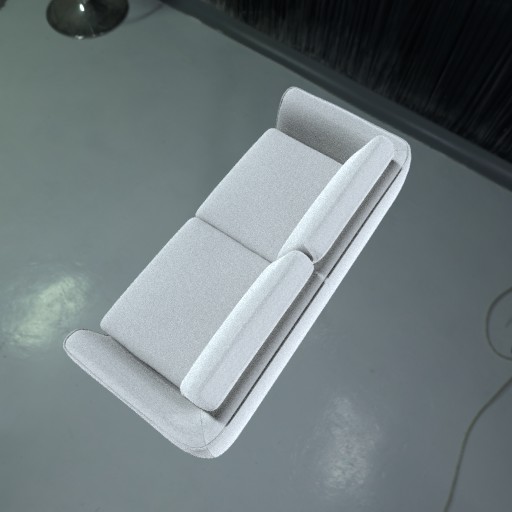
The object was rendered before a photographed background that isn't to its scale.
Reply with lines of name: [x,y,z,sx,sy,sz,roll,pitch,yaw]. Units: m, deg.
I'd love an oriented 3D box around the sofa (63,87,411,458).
sofa: [0.000,0.000,2.449,0.920,0.850,2.000,32,69,14]
